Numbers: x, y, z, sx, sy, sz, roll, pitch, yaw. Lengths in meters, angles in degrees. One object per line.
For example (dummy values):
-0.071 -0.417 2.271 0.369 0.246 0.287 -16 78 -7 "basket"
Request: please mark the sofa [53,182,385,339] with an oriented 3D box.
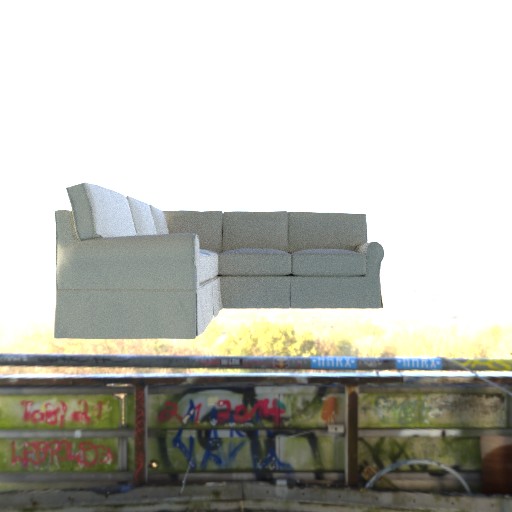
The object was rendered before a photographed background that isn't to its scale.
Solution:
0.000 0.000 4.095 2.597 1.070 2.591 0 0 0 "sofa"
